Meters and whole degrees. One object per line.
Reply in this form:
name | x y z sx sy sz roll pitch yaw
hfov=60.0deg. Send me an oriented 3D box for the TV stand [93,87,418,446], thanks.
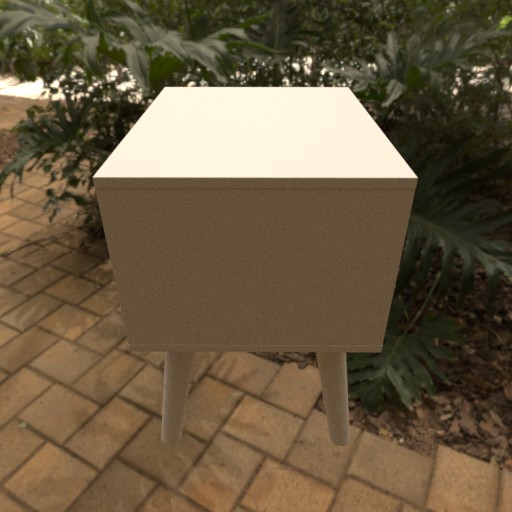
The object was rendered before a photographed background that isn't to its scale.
TV stand | 0.000 0.000 0.915 0.405 0.559 0.508 0 33 0
